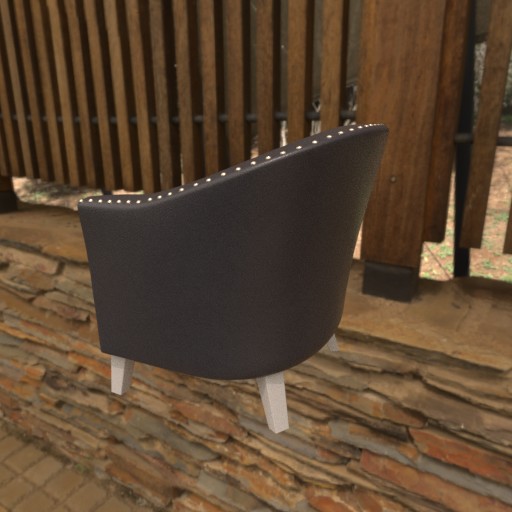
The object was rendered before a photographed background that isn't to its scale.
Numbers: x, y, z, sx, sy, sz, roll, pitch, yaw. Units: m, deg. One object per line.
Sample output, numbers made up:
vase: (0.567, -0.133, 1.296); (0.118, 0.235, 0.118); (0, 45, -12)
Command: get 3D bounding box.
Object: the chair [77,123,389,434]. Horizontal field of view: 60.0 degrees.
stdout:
chair: (0.000, 0.000, 1.431); (0.748, 0.823, 0.794); (8, 19, 25)
